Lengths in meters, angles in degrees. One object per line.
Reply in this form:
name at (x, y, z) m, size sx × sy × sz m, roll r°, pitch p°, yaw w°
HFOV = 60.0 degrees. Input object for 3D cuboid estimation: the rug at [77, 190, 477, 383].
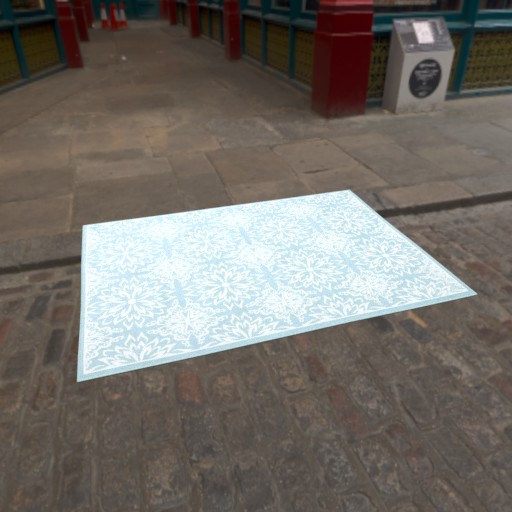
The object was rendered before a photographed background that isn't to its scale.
rug at (0.000, 0.000, 2.936) m, size 2.205 × 0.014 × 1.589 m, roll -9°, pitch 33°, yaw -15°
